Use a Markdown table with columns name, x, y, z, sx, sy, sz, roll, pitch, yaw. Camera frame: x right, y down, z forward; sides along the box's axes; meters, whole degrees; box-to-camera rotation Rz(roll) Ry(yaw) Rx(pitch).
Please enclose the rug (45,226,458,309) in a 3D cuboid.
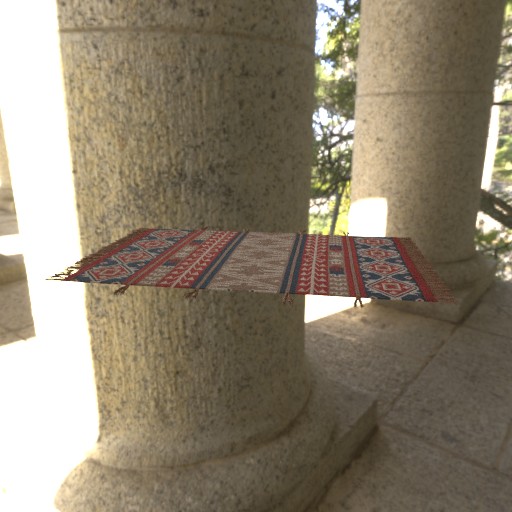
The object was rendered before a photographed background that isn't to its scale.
| name | x | y | z | sx | sy | sz | roll | pitch | yaw |
| --- | --- | --- | --- | --- | --- | --- | --- | --- | --- |
| rug | 0.000 | 0.000 | 3.248 | 2.450 | 0.048 | 1.778 | 3 | 16 | 9 |
